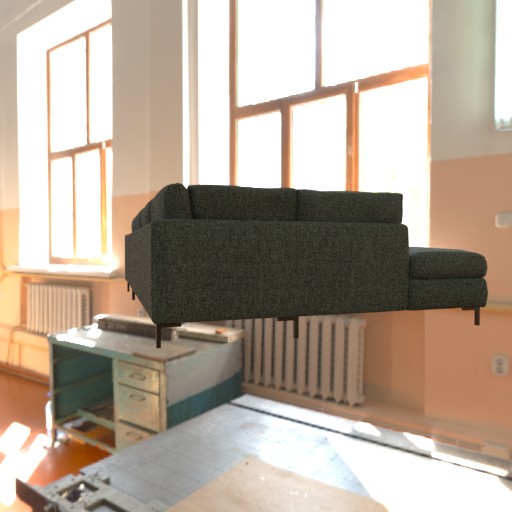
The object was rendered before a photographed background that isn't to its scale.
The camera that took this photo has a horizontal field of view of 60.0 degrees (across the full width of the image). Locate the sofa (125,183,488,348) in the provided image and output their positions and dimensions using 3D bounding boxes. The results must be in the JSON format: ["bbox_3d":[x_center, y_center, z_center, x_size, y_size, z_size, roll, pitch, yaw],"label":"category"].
[{"bbox_3d":[0.000,0.000,3.491,1.879,0.756,2.737,0,1,-19],"label":"sofa"}]
